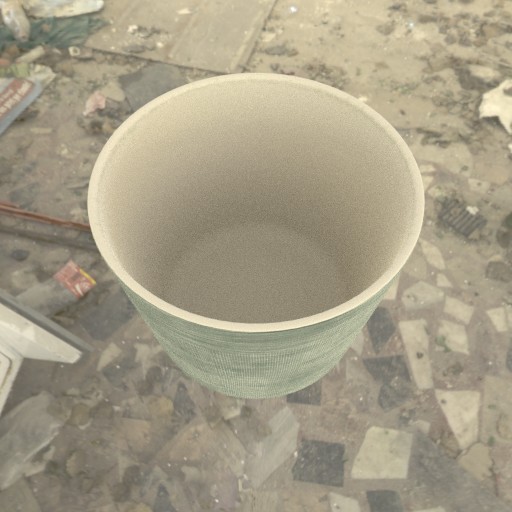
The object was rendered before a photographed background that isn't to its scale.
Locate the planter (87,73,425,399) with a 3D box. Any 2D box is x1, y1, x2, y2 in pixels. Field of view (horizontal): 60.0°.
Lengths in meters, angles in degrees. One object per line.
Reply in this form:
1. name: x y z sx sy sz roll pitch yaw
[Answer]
1. planter: 0.000 0.000 0.756 0.440 0.398 0.440 0 58 0
